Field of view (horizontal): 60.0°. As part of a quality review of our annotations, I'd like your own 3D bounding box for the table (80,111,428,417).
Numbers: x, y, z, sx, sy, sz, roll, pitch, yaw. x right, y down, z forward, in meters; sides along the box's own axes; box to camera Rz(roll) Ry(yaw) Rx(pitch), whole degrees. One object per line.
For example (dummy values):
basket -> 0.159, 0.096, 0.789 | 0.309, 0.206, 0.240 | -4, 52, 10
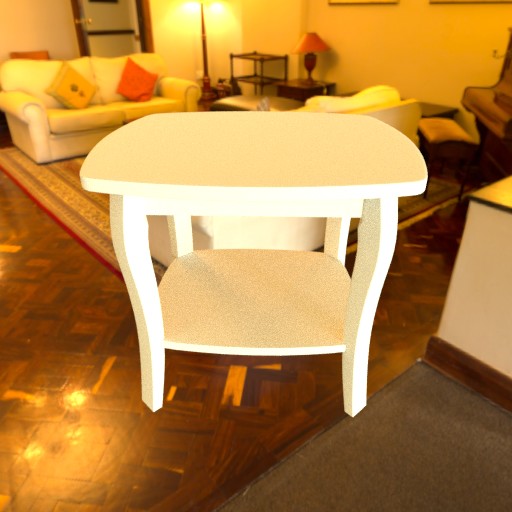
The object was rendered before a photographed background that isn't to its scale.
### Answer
table -> 0.000, 0.000, 0.829 | 0.502, 0.438, 0.451 | 1, 29, 2
